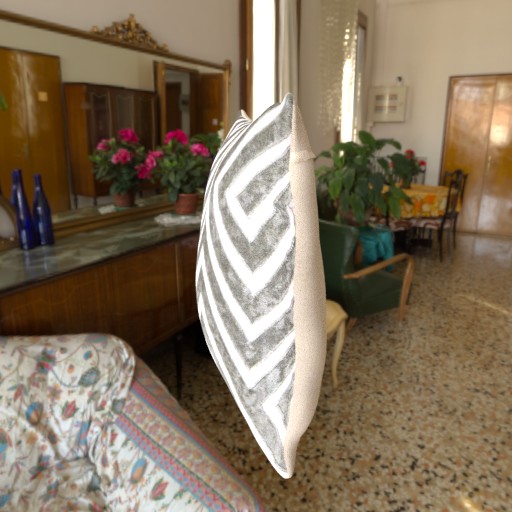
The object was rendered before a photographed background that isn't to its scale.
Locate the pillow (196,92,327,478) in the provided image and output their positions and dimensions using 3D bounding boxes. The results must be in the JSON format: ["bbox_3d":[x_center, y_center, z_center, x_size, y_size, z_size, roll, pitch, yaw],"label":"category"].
[{"bbox_3d":[0.000,0.000,0.668,0.182,0.441,0.440,-2,15,-8],"label":"pillow"}]
